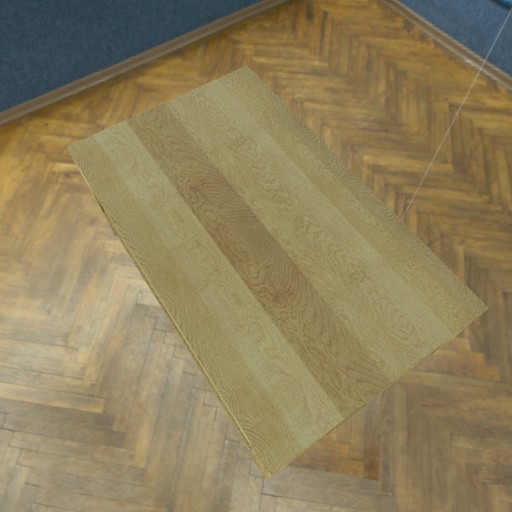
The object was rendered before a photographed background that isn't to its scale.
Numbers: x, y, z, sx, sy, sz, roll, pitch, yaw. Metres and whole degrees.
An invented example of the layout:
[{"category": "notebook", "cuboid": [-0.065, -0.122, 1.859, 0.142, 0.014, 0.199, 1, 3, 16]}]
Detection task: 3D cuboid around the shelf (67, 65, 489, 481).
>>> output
[{"category": "shelf", "cuboid": [0.000, 0.000, 1.495, 0.700, 0.450, 1.150, -31, 66, -16]}]
